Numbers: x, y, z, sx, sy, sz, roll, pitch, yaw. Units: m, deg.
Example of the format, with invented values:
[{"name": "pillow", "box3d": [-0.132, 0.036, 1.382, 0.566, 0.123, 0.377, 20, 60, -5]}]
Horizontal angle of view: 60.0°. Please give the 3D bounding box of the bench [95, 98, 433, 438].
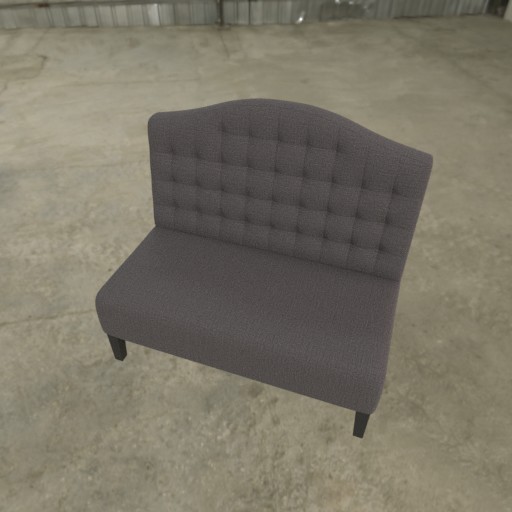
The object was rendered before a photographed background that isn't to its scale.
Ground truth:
[{"name": "bench", "box3d": [0.000, 0.000, 2.055, 1.335, 1.180, 0.815, 13, 43, 15]}]
